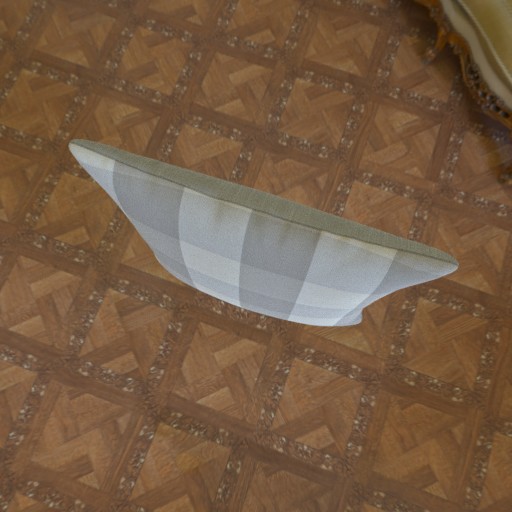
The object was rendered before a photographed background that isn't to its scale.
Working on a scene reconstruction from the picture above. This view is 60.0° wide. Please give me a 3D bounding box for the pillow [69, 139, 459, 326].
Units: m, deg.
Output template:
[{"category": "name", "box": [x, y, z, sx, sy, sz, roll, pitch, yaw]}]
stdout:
[{"category": "pillow", "box": [0.000, 0.000, 0.791, 0.511, 0.509, 0.161, 18, 75, 5]}]
